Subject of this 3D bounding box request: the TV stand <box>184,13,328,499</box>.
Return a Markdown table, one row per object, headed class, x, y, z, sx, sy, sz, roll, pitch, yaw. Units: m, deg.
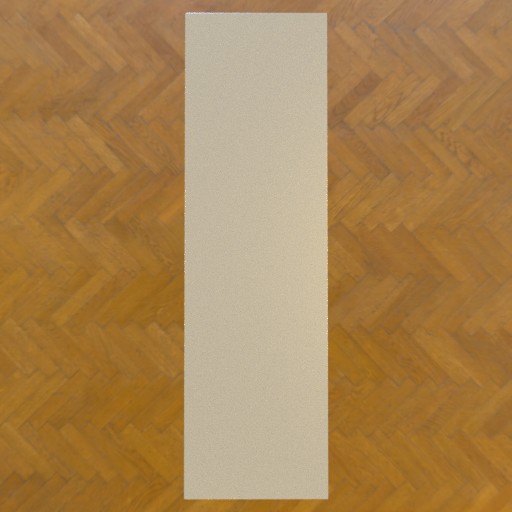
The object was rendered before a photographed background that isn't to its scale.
| class | x | y | z | sx | sy | sz | roll | pitch | yaw |
| --- | --- | --- | --- | --- | --- | --- | --- | --- | --- |
| TV stand | 0.000 | 0.000 | 1.364 | 0.344 | 0.603 | 1.167 | 0 | 89 | 0 |
